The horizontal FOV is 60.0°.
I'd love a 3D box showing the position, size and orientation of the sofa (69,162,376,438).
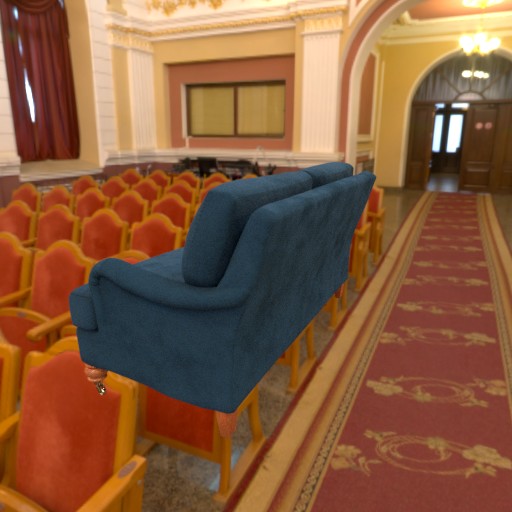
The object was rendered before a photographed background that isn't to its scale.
[{"bbox_3d":[0.000,0.000,2.815,1.084,1.101,2.141,7,17,24],"label":"sofa"}]
